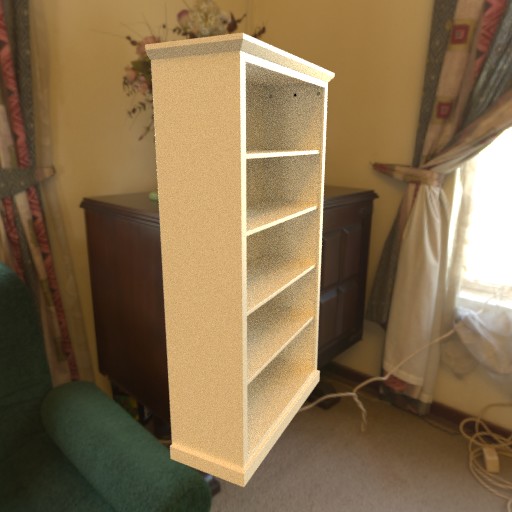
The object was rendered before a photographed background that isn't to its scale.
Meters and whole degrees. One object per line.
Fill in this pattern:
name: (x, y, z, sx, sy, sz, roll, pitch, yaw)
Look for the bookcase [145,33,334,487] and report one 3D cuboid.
bookcase: (0.000, 0.000, 2.308, 0.432, 1.880, 1.050, 7, 16, 26)
